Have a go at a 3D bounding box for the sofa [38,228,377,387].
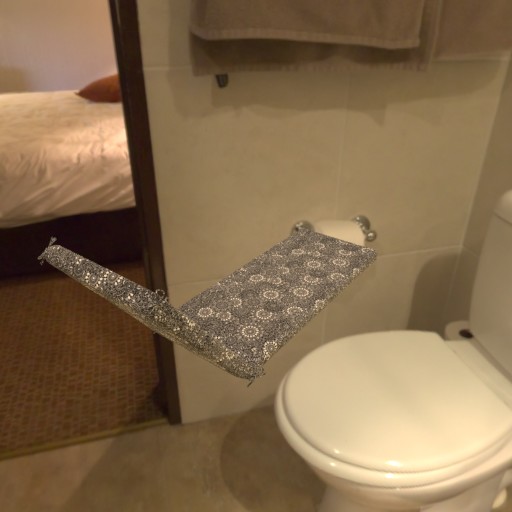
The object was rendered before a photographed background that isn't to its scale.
[{"bbox_3d":[0.000,0.000,1.995,0.582,0.622,1.663,20,35,32],"label":"sofa"}]
